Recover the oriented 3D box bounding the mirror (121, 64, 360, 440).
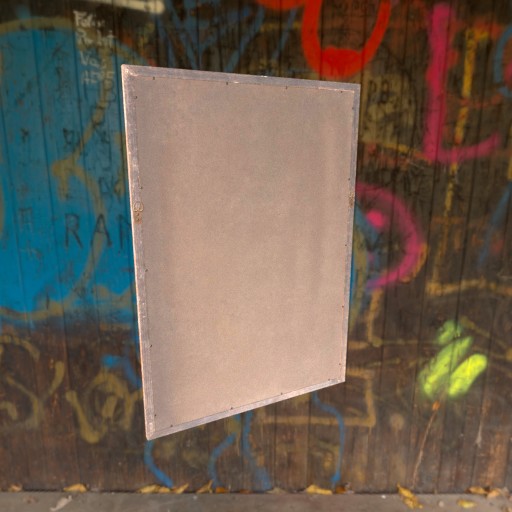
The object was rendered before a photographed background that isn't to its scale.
[{"bbox_3d":[0.000,0.000,1.308,0.705,0.996,0.025,-7,15,-27],"label":"mirror"}]
